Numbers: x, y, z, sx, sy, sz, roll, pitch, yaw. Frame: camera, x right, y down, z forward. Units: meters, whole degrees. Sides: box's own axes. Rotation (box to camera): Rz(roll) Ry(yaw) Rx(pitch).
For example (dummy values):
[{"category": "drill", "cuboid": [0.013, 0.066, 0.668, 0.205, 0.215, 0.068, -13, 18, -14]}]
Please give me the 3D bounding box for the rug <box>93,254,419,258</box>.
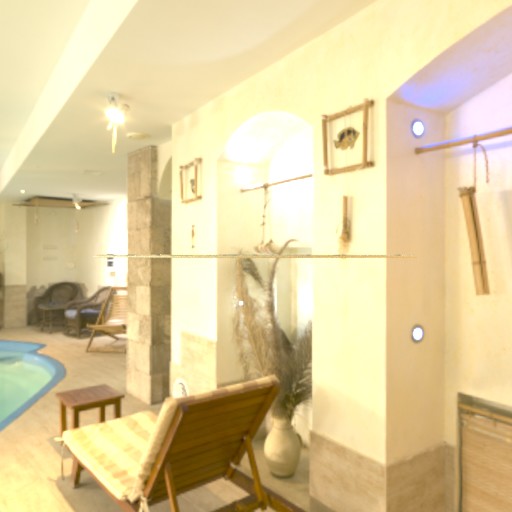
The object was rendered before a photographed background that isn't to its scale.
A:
[{"category": "rug", "cuboid": [0.000, 0.000, 2.311, 1.593, 0.012, 1.593, 0, 0, 0]}]
